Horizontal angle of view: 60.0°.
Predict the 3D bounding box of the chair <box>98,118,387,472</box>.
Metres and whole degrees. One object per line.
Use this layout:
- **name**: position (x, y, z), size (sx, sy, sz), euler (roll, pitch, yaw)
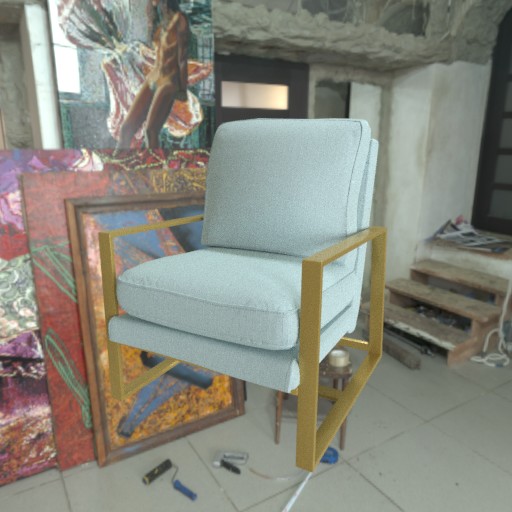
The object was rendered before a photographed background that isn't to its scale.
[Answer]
- **chair**: position (0.000, 0.000, 1.569), size (0.758, 0.956, 0.813), euler (8, 16, 28)
